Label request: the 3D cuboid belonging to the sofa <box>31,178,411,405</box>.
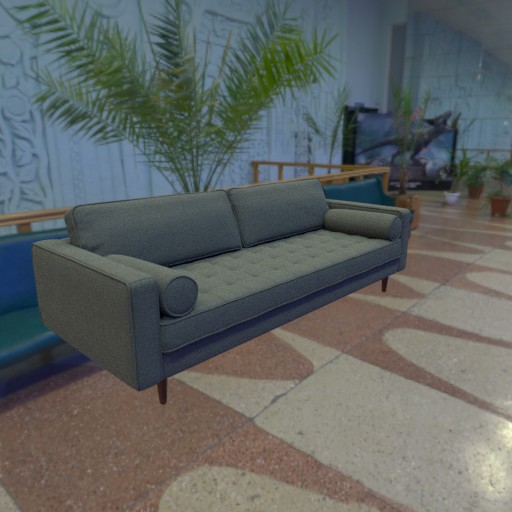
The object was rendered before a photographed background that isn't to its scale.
[{"bbox_3d":[0.000,0.000,2.625,0.914,0.762,2.198,14,21,42],"label":"sofa"}]
